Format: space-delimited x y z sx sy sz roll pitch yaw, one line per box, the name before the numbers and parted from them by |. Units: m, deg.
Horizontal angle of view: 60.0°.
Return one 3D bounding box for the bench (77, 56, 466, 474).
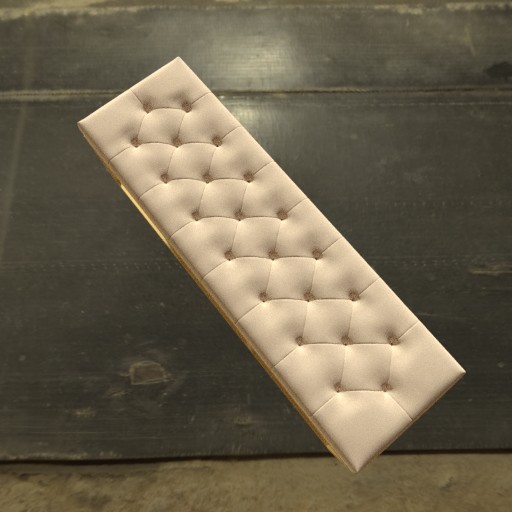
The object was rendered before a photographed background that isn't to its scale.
bench | 0.000 0.000 1.665 0.457 0.484 1.473 -38 78 -10
